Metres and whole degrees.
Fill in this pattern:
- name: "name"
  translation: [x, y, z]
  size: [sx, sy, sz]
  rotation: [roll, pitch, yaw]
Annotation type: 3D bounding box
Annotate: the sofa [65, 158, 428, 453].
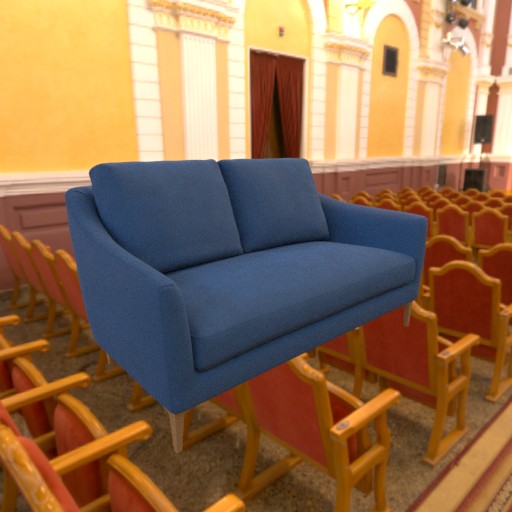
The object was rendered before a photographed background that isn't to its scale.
- name: "sofa"
  translation: [0.000, 0.000, 2.134]
  size: [1.619, 0.902, 0.960]
  rotation: [-13, 19, -42]
